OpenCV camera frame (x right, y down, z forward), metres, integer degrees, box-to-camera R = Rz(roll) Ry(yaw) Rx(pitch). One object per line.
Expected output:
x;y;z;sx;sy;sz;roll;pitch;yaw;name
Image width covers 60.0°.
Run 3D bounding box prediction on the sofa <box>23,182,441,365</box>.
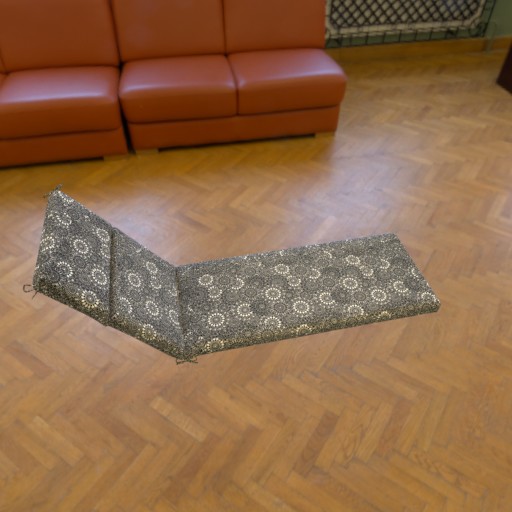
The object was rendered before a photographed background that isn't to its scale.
0.000;0.000;1.936;1.663;0.622;0.582;-9;46;-9;sofa
